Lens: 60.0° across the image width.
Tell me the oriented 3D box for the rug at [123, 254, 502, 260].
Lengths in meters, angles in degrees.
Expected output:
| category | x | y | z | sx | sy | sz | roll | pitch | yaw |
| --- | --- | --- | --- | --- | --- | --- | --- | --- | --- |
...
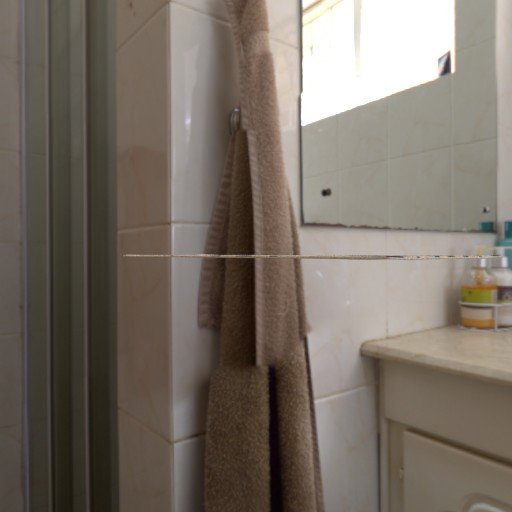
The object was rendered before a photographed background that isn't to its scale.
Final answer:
| category | x | y | z | sx | sy | sz | roll | pitch | yaw |
| --- | --- | --- | --- | --- | --- | --- | --- | --- | --- |
| rug | 0.000 | 0.000 | 2.441 | 0.692 | 0.017 | 2.301 | 0 | 0 | -36 |
